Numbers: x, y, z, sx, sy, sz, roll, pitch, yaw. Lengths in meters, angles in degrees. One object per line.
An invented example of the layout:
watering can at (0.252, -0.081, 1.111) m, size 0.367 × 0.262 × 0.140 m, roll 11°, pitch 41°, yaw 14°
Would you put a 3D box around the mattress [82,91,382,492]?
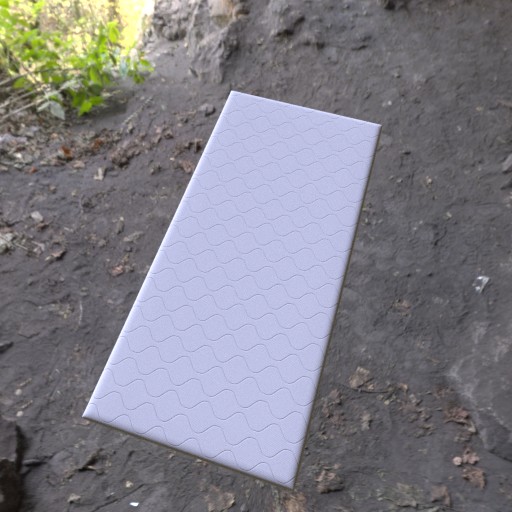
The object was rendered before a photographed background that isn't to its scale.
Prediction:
mattress at (0.000, 0.000, 2.213) m, size 0.900 × 0.200 × 1.900 m, roll 16°, pitch 65°, yaw 8°
